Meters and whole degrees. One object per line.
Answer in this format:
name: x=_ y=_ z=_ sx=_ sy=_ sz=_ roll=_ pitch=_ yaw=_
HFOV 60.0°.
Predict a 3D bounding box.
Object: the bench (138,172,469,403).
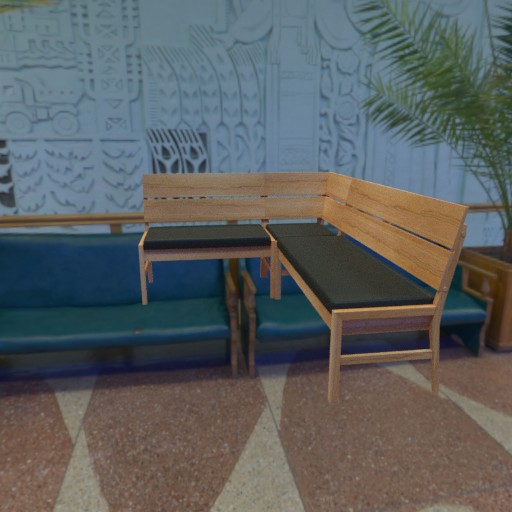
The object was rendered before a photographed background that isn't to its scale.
bench: x=0.000 y=0.000 z=2.811 sx=1.548 sy=0.890 sz=1.948 roll=-2 pitch=15 yaw=-8
